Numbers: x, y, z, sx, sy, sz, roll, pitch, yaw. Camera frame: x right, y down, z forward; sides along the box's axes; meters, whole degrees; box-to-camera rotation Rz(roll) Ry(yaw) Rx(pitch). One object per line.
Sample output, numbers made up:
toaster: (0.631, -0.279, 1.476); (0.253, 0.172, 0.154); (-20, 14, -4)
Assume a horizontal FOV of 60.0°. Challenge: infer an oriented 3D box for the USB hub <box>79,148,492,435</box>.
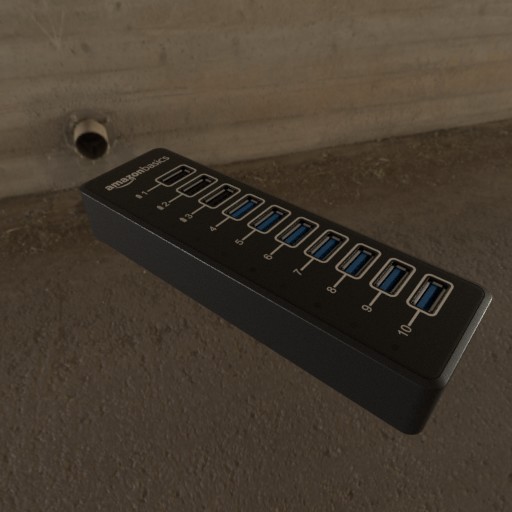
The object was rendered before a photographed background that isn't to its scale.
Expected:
USB hub: (0.000, 0.000, 0.158); (0.145, 0.023, 0.044); (28, 48, 28)
